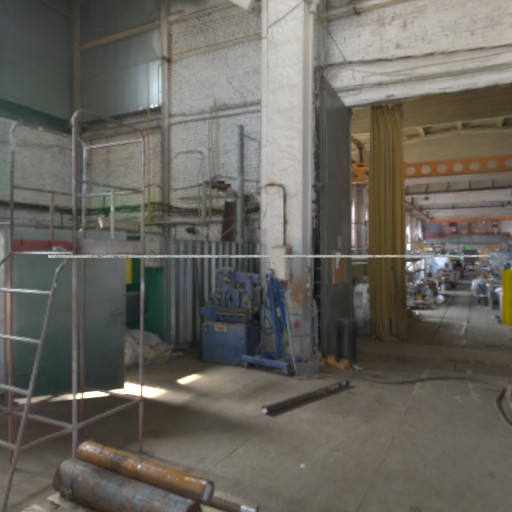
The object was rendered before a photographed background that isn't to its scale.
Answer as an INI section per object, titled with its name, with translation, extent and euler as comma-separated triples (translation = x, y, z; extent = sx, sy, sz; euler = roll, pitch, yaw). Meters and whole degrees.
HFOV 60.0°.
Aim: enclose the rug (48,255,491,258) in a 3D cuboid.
[rug]
translation = 0.000, 0.000, 2.300
extent = 1.820, 0.009, 1.260
euler = 0, 0, -18
